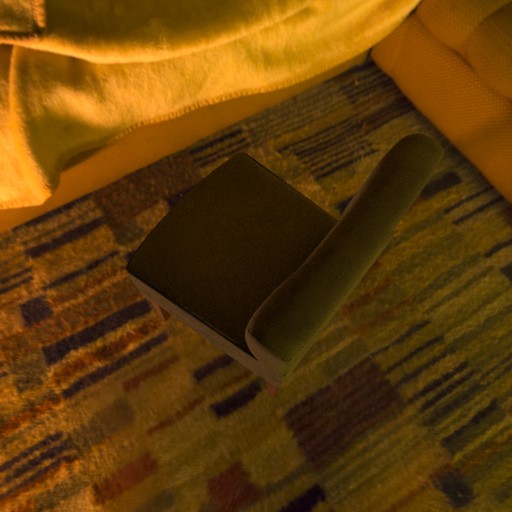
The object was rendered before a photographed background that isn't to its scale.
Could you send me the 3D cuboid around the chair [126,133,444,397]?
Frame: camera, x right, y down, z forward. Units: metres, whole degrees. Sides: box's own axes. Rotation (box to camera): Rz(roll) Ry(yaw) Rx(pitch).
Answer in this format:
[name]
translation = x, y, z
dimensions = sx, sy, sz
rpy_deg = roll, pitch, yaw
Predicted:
[chair]
translation = 0.000, 0.000, 1.182
dimensions = 0.554, 0.806, 0.521
rpy_deg = 35, 69, 16
